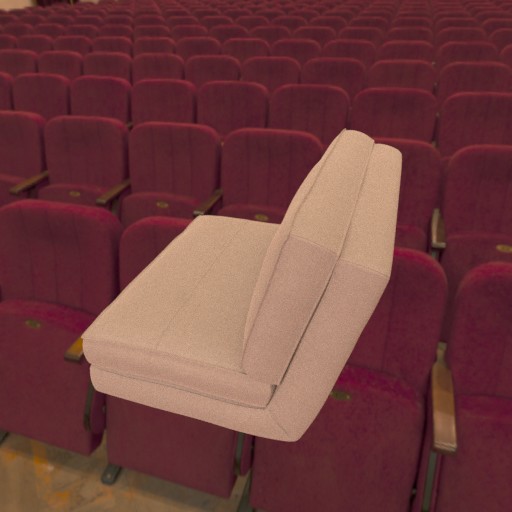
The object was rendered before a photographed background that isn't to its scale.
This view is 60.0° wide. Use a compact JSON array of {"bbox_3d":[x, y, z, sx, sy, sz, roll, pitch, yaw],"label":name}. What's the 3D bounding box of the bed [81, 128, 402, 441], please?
[{"bbox_3d":[0.000,0.000,1.324,0.749,0.614,0.799,9,32,15],"label":"bed"}]
